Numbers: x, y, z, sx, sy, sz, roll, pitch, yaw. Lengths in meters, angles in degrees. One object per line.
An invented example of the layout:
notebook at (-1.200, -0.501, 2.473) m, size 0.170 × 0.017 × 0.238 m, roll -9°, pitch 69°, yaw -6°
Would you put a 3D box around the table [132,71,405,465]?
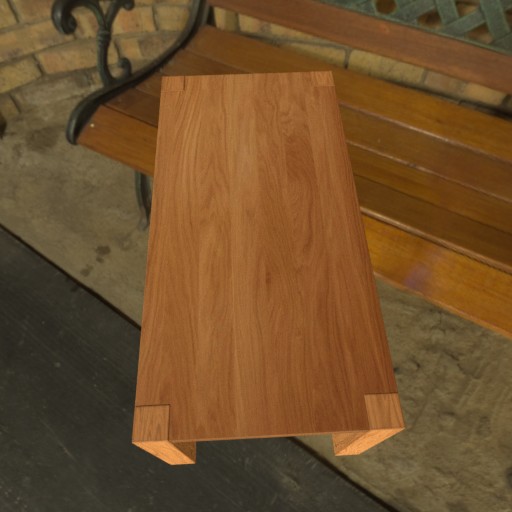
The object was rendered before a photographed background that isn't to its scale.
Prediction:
table at (0.000, 0.000, 2.230) m, size 0.900 × 0.760 × 1.800 m, roll -3°, pitch 60°, yaw -1°
